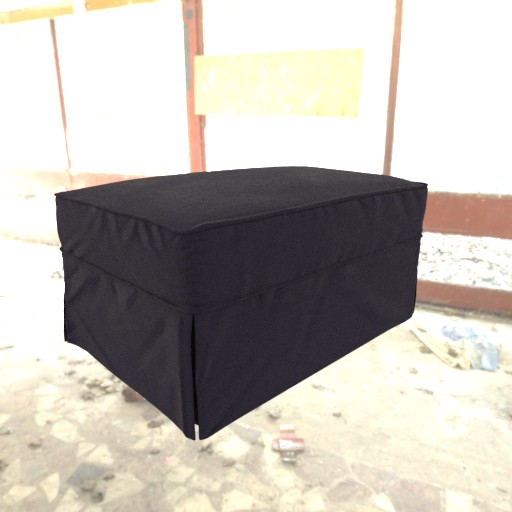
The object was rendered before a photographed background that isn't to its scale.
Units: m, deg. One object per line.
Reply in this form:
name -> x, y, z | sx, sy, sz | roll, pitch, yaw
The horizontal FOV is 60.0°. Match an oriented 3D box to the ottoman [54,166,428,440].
ottoman -> 0.000, 0.000, 1.314 | 0.938, 0.503, 0.637 | -15, 22, -42
